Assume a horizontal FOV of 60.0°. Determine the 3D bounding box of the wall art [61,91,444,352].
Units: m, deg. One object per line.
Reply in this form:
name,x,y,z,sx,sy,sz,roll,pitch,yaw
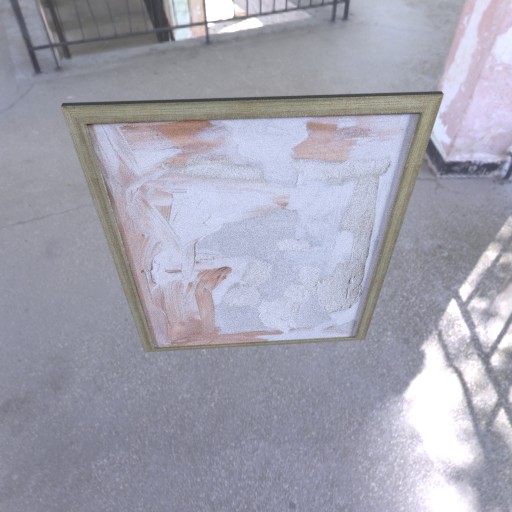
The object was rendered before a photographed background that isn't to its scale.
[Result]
wall art,0.000,0.000,0.884,0.559,0.660,0.018,-3,46,-3
